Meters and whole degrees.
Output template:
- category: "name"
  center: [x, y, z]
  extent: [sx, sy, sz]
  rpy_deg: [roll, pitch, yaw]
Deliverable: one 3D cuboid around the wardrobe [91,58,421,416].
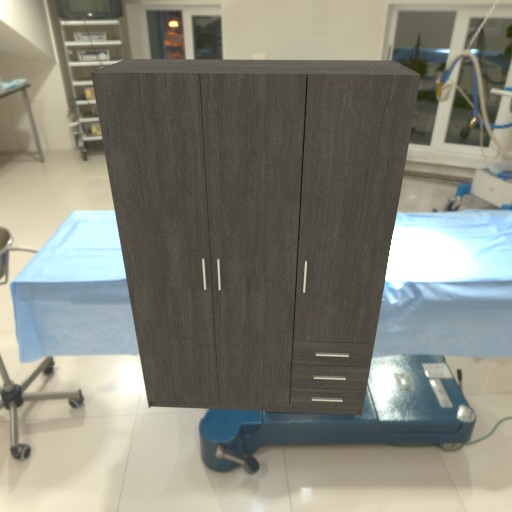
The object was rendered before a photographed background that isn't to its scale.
- category: "wardrobe"
  center: [0.000, 0.000, 2.407]
  extent: [1.290, 1.910, 0.510]
  rpy_deg: [1, 30, 2]
